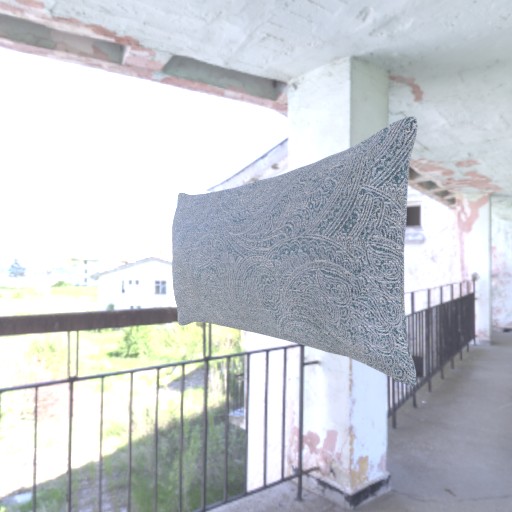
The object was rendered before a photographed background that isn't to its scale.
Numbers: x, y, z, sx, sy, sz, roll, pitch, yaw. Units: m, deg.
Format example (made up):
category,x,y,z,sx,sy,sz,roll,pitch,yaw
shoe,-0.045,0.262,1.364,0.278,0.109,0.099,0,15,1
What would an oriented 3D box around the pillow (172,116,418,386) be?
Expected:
category,x,y,z,sx,sy,sz,roll,pitch,yaw
pillow,0.000,0.000,0.730,0.151,0.295,0.615,1,-1,-34
